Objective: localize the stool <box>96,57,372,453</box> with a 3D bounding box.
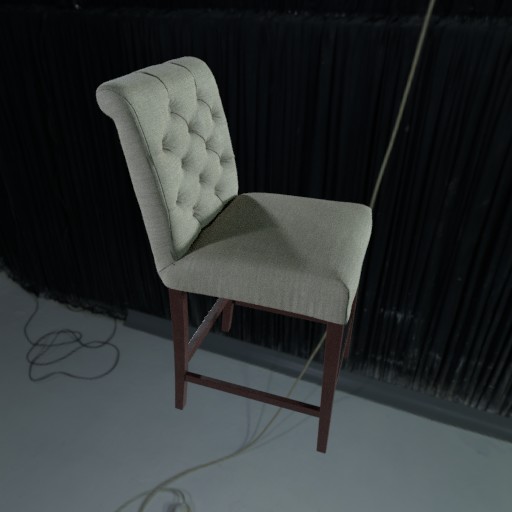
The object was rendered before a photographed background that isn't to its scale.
[{"bbox_3d":[0.000,0.000,1.394,0.660,1.084,0.486,10,34,16],"label":"stool"}]
